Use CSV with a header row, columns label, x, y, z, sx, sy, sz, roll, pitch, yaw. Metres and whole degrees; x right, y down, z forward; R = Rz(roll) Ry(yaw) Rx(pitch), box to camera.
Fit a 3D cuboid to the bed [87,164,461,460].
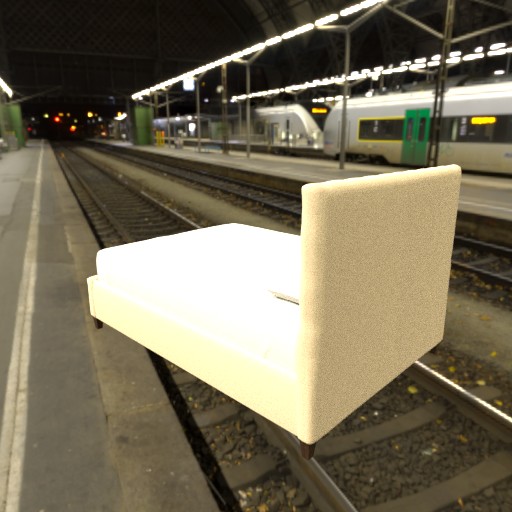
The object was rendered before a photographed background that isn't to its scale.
label,x,y,z,sx,sy,sz,roll,pitch,yaw
bed,0.000,0.000,3.457,2.387,1.427,1.698,15,21,42
